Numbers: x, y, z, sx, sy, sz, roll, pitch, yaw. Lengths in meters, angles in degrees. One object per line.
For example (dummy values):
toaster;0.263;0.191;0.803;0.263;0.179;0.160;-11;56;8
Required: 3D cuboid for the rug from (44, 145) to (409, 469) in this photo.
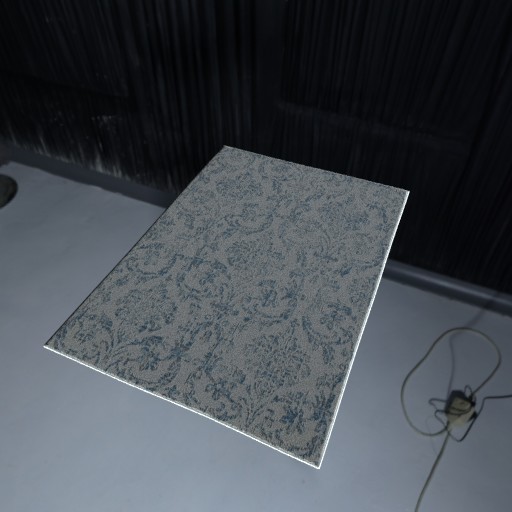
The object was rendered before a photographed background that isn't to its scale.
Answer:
rug;0.000;0.000;2.903;1.586;0.014;2.197;18;49;16
